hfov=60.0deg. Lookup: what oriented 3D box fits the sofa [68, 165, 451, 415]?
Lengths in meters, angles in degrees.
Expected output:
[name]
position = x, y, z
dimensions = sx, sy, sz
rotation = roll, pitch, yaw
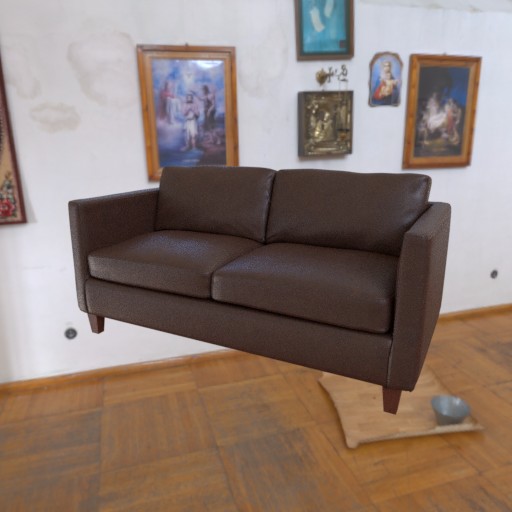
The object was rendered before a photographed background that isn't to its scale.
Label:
[sofa]
position = 0.000, 0.000, 2.446
dimensions = 1.883, 0.933, 0.951
rotation = 8, 17, 27
